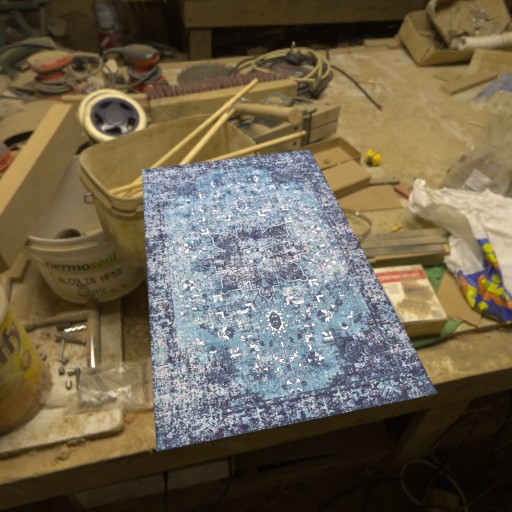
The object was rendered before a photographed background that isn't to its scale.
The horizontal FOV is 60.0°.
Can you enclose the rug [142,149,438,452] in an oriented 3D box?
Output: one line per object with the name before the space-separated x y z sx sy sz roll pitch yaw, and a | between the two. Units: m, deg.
rug | 0.000 0.000 3.137 1.525 0.007 2.440 -9 47 -8
